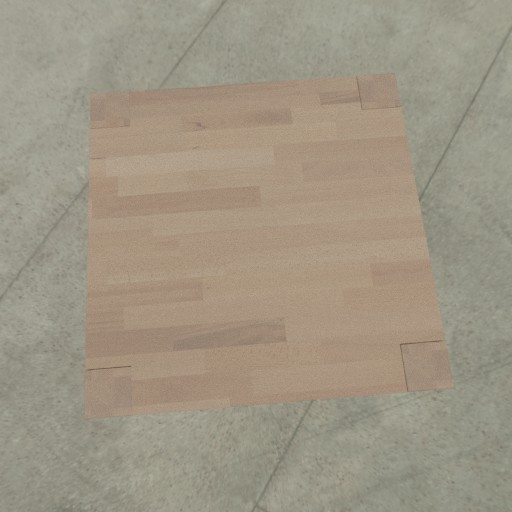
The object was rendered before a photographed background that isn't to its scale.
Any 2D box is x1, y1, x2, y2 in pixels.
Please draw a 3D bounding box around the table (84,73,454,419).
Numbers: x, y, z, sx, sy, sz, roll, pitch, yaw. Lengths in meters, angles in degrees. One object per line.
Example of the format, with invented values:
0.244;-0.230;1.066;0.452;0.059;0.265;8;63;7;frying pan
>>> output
0.000;0.000;1.142;0.700;0.451;0.700;-4;75;-1;table
